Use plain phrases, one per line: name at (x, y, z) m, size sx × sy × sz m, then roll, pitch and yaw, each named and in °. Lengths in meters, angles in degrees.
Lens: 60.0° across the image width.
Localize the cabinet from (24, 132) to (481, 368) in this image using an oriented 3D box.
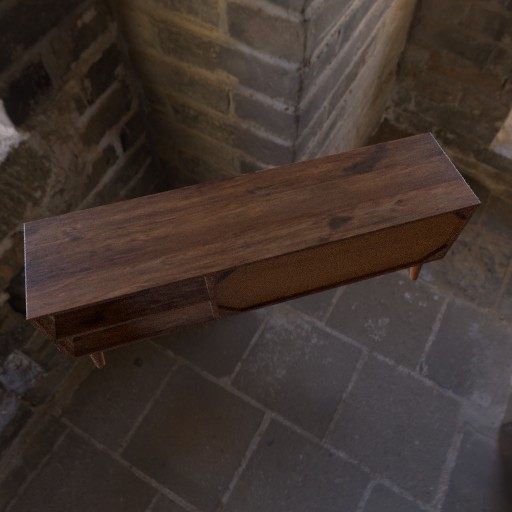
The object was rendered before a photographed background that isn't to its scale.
cabinet at (0.000, 0.000, 1.667) m, size 1.448 × 0.528 × 0.349 m, roll -14°, pitch 59°, yaw -9°
